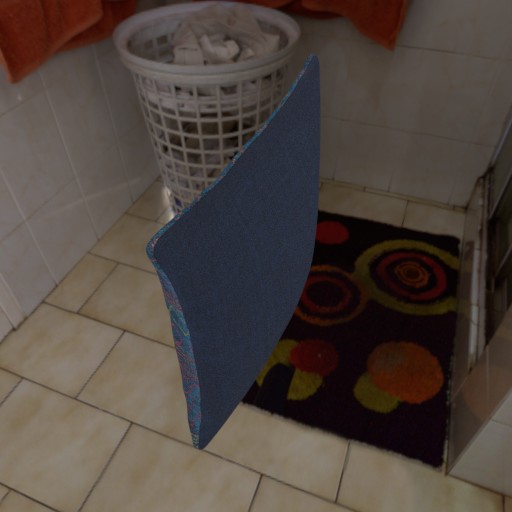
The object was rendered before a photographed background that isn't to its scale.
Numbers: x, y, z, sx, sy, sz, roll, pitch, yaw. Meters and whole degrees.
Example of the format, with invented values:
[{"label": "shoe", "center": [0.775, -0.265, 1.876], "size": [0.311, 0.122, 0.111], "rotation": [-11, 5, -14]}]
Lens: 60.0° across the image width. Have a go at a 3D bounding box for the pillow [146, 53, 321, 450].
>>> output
[{"label": "pillow", "center": [0.000, 0.000, 0.647], "size": [0.141, 0.431, 0.431], "rotation": [17, 48, 16]}]
